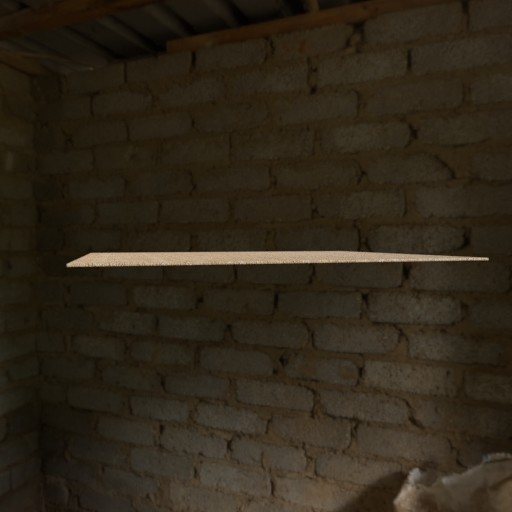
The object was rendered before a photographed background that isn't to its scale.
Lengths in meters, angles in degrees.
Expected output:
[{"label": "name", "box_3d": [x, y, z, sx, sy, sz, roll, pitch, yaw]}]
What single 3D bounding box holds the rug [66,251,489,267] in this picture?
[{"label": "rug", "box_3d": [0.000, 0.000, 4.147, 3.039, 0.019, 2.420, -1, 2, -17]}]
